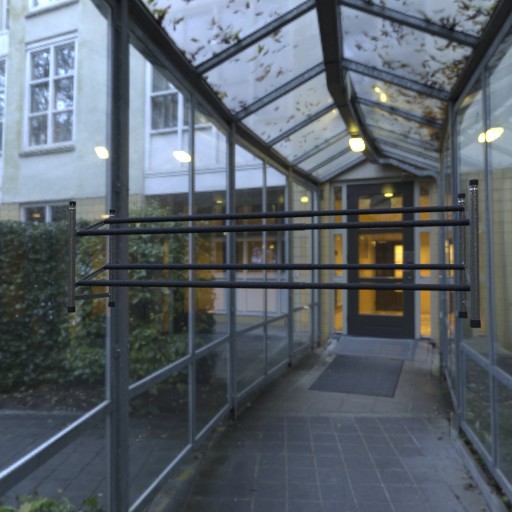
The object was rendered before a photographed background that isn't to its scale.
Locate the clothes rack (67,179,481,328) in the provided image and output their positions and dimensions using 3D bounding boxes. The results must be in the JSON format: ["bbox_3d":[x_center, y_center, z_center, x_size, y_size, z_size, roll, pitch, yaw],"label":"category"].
[{"bbox_3d":[0.000,0.000,1.315,1.168,0.349,0.229,0,-1,18],"label":"clothes rack"}]
